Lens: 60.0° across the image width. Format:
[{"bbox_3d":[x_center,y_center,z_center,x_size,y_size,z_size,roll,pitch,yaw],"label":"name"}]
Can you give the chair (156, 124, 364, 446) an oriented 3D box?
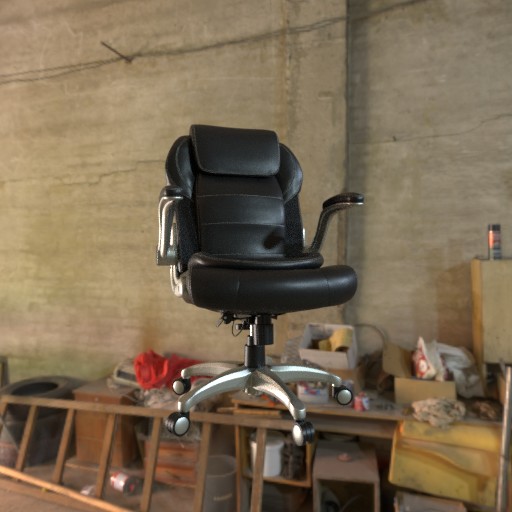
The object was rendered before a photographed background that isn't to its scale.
[{"bbox_3d":[0.000,0.000,1.685,0.724,1.141,0.801,0,1,-16],"label":"chair"}]
